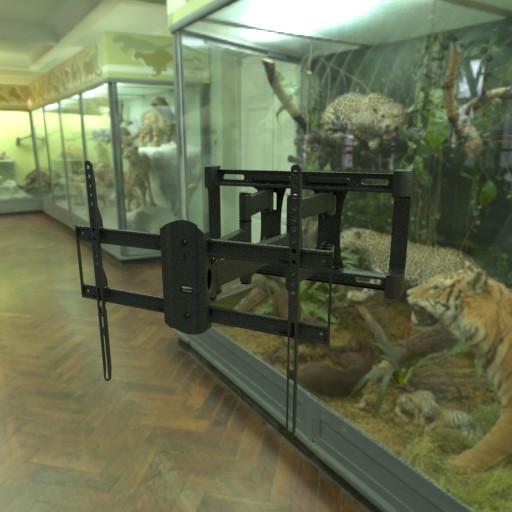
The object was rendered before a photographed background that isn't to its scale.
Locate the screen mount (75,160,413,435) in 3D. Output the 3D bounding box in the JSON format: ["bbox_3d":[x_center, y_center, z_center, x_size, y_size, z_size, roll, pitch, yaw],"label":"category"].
[{"bbox_3d":[0.000,0.000,0.980,0.571,0.424,0.556,7,16,25],"label":"screen mount"}]
